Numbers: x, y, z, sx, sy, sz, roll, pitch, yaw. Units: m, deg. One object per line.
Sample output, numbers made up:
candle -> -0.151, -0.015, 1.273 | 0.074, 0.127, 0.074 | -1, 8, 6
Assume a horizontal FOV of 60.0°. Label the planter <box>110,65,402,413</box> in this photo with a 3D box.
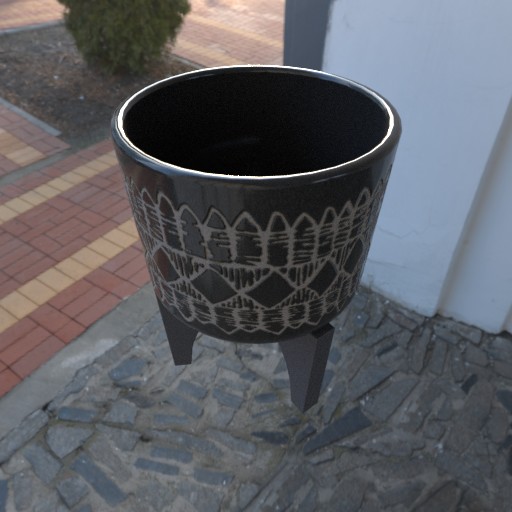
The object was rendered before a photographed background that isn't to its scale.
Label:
planter -> 0.000, 0.000, 0.389 | 0.196, 0.264, 0.196 | -26, 47, -27
